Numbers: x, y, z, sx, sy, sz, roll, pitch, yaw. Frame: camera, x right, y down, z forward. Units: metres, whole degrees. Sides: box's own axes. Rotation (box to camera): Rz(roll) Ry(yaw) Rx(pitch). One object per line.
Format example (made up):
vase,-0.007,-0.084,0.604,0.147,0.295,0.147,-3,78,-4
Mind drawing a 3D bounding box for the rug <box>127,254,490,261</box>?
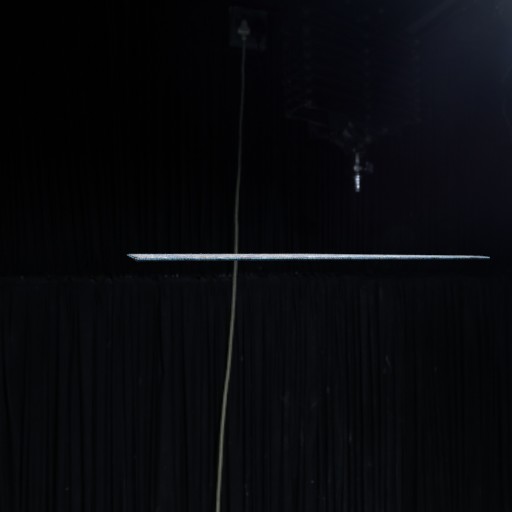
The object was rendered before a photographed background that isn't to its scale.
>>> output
rug,0.000,0.000,2.855,1.567,0.014,2.207,0,1,-17
